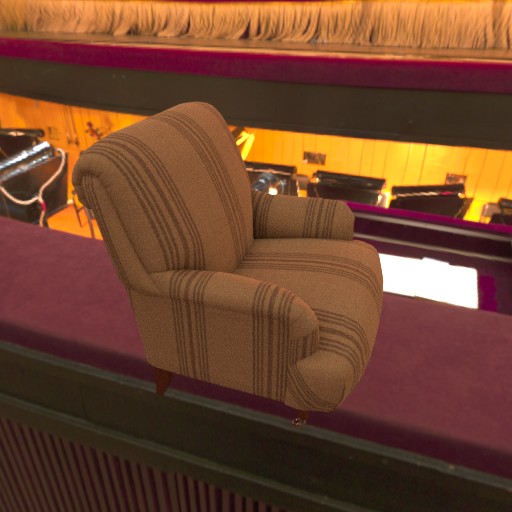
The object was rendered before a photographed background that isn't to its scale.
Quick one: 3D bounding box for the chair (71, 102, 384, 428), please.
[{"bbox_3d":[0.000,0.000,1.591,0.914,0.940,0.813,10,32,16],"label":"chair"}]
